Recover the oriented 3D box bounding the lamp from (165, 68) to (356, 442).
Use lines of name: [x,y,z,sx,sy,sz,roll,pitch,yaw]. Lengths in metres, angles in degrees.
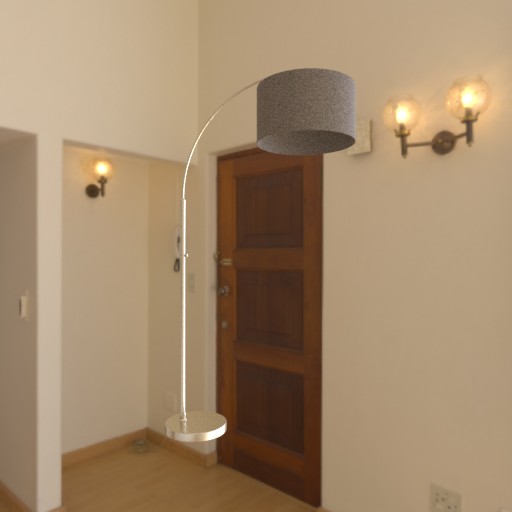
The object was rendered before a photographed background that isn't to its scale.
lamp: [0.000,0.000,2.123,0.934,1.735,0.452,0,0,18]
